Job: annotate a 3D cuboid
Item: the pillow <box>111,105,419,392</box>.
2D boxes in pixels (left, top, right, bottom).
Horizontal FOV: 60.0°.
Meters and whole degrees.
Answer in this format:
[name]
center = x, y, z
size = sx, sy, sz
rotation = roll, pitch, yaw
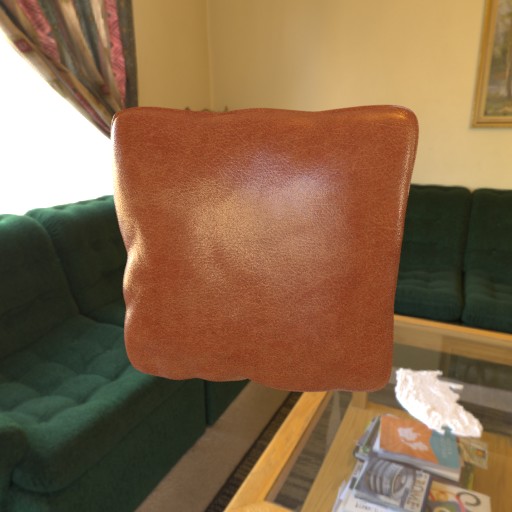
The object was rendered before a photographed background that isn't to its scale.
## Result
[pillow]
center = 0.000, 0.000, 0.815
size = 0.532, 0.523, 0.236
rotation = 2, 16, 8
